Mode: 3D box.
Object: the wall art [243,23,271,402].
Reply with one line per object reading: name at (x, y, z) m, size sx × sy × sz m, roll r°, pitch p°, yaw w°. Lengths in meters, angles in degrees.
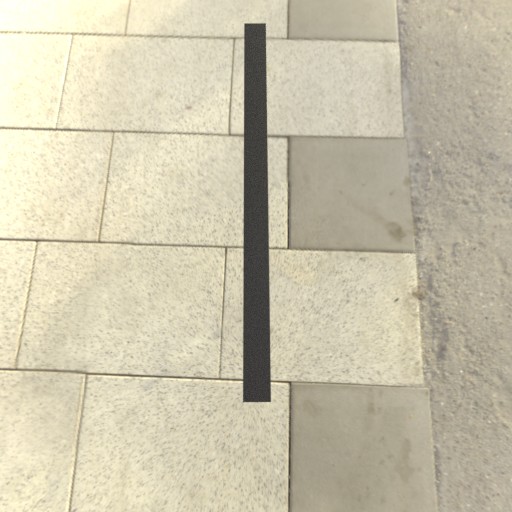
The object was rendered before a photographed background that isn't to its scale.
wall art at (0.000, 0.000, 0.769) m, size 0.028 × 0.557 × 0.457 m, roll 0°, pitch 74°, yaw 0°
